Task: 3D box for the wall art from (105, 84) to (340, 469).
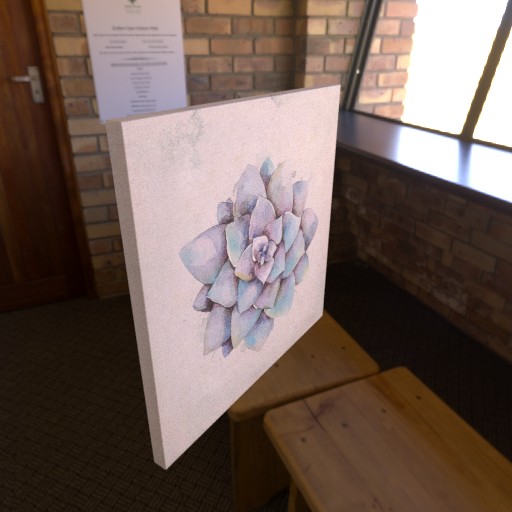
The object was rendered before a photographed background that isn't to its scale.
[{"bbox_3d":[0.000,0.000,1.123,0.038,0.762,0.762,17,31,31],"label":"wall art"}]
